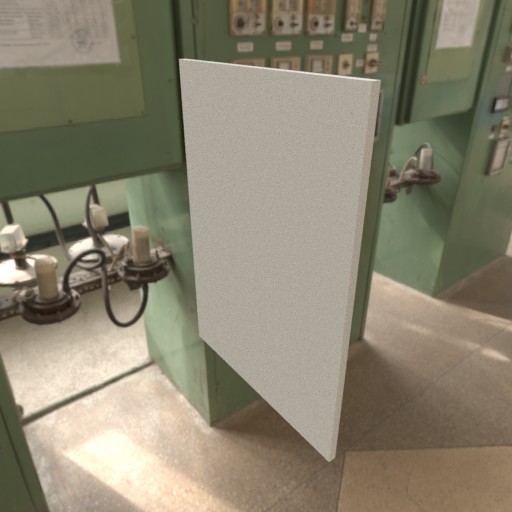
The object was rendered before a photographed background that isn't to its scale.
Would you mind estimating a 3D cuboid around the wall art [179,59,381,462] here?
[{"bbox_3d":[0.000,0.000,0.678,0.013,0.533,0.381,-19,33,-32],"label":"wall art"}]
